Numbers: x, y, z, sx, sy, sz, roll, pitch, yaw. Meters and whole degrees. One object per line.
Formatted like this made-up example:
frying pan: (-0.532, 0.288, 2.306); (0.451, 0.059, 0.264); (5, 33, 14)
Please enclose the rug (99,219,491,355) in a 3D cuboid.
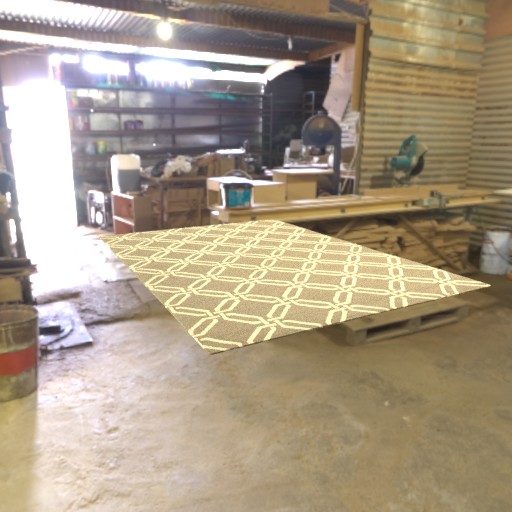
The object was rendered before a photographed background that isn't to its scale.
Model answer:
rug: (0.000, 0.000, 4.430); (2.441, 0.020, 3.419); (-8, 17, -28)
